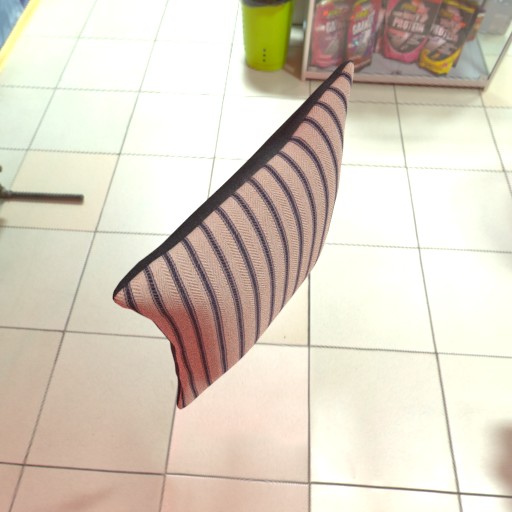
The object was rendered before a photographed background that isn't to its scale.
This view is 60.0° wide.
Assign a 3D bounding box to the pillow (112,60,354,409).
[{"bbox_3d":[0.000,0.000,0.710,0.138,0.444,0.468,32,63,18],"label":"pillow"}]
